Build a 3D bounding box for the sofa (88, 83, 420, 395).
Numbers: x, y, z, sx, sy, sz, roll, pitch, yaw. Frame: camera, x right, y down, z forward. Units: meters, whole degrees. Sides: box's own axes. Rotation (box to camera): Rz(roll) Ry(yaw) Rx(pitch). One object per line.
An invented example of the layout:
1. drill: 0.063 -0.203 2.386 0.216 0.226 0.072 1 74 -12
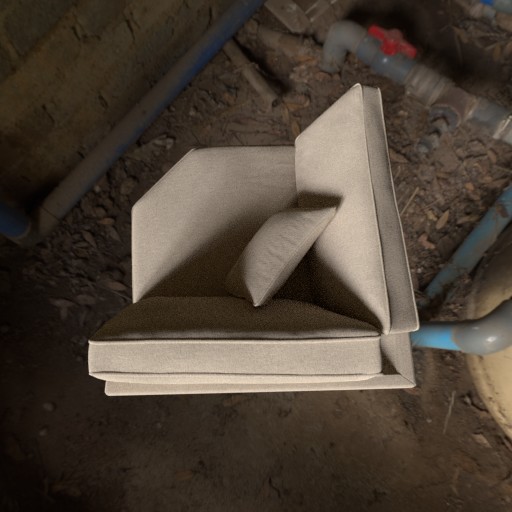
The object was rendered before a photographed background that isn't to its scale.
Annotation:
1. sofa: 0.000 0.000 1.844 1.042 0.937 1.050 -1 76 0
